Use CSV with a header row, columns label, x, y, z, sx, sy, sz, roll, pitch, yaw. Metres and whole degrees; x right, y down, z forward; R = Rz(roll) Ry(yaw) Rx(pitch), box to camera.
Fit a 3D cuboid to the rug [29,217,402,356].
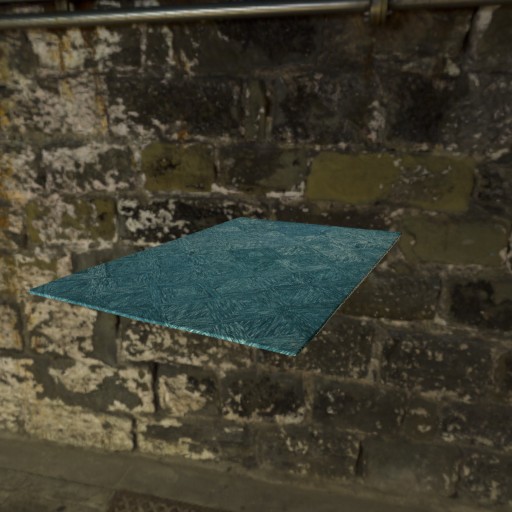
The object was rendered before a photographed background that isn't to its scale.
label,x,y,z,sx,sy,sz,roll,pitch,yaw
rug,0.000,0.000,2.213,1.136,0.017,1.728,8,17,26
